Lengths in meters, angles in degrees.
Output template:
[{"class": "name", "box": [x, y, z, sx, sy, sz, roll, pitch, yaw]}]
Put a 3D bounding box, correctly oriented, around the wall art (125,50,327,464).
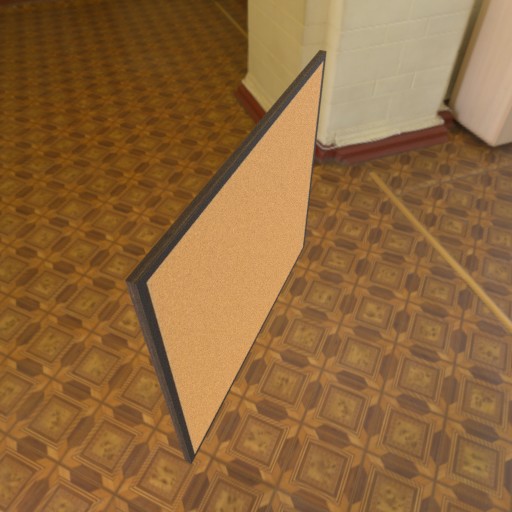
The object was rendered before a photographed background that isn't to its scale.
[{"class": "wall art", "box": [0.000, 0.000, 1.384, 0.023, 0.875, 1.033, 18, 49, 16]}]
